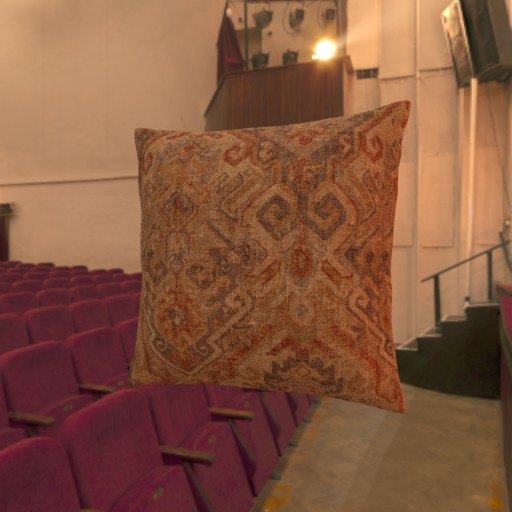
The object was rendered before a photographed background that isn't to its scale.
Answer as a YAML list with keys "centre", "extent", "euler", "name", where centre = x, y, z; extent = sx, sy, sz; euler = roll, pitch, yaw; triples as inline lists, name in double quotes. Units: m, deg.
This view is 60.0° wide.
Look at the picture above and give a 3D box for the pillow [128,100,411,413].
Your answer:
- centre: [0.000, 0.000, 0.795]
  extent: [0.523, 0.506, 0.166]
  euler: [0, 0, 18]
  name: "pillow"
